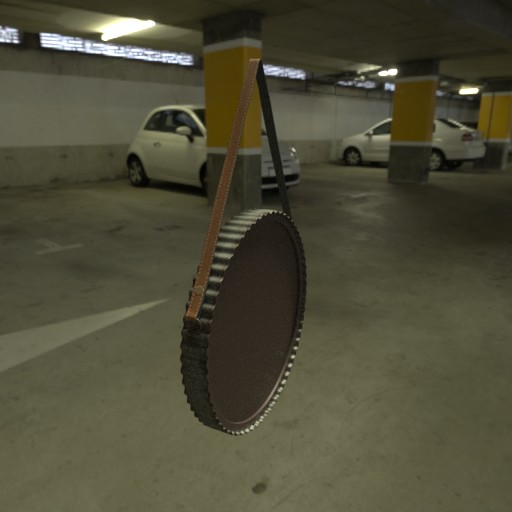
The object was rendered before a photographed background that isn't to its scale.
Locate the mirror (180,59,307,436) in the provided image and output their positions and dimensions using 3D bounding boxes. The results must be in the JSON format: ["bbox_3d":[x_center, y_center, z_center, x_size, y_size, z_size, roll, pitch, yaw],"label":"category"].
[{"bbox_3d":[0.000,0.000,0.691,0.042,0.568,0.355,8,18,26],"label":"mirror"}]
